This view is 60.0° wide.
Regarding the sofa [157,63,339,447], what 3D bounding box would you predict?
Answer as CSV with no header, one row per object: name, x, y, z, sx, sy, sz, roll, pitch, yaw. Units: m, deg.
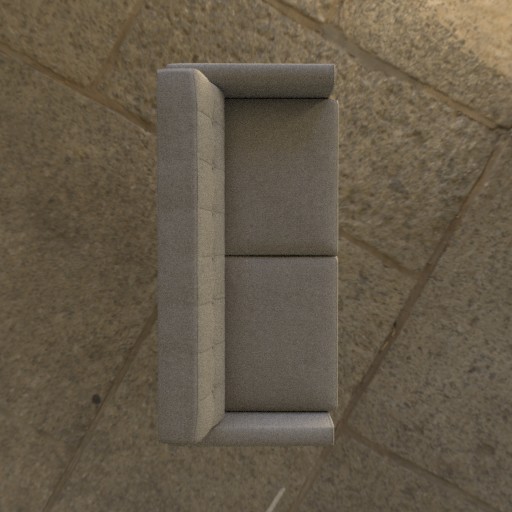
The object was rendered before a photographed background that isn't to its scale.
sofa,0.000,0.000,2.531,0.968,0.873,2.055,0,91,0
